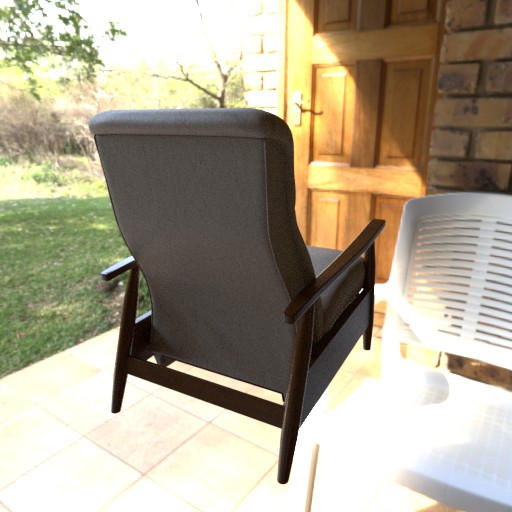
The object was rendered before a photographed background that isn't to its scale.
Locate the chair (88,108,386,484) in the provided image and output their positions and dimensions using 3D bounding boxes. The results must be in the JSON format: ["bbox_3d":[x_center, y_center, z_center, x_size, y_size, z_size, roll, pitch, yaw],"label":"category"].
[{"bbox_3d":[0.000,0.000,1.748,0.762,1.082,1.030,9,19,28],"label":"chair"}]
